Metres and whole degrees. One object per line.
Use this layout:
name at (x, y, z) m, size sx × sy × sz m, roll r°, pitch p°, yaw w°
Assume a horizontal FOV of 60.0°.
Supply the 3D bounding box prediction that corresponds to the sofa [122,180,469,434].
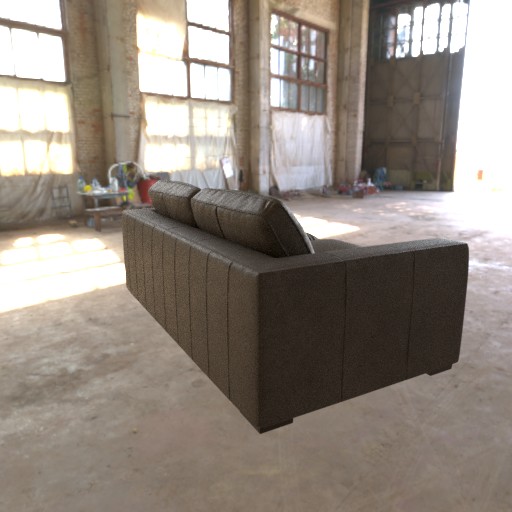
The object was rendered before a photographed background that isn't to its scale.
sofa at (0.000, 0.000, 2.470) m, size 1.070 × 0.800 × 1.920 m, roll -7°, pitch 15°, yaw -28°
